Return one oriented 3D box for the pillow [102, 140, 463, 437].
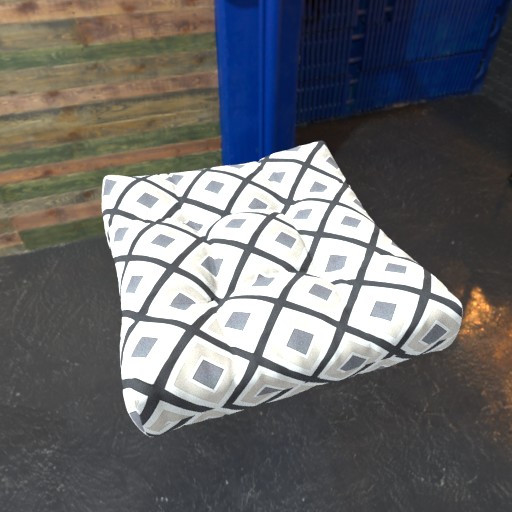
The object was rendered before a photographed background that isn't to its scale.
[{"bbox_3d":[0.000,0.000,0.736,0.468,0.128,0.490,-12,44,-13],"label":"pillow"}]
